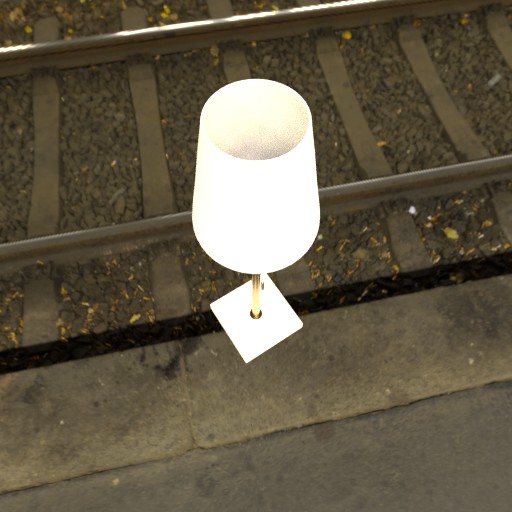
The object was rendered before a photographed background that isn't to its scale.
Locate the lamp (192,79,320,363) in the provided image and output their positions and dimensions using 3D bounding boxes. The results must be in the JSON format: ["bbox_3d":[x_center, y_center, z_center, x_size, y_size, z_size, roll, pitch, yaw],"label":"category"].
[{"bbox_3d":[0.000,0.000,0.748,0.181,0.639,0.181,-30,67,-14],"label":"lamp"}]
